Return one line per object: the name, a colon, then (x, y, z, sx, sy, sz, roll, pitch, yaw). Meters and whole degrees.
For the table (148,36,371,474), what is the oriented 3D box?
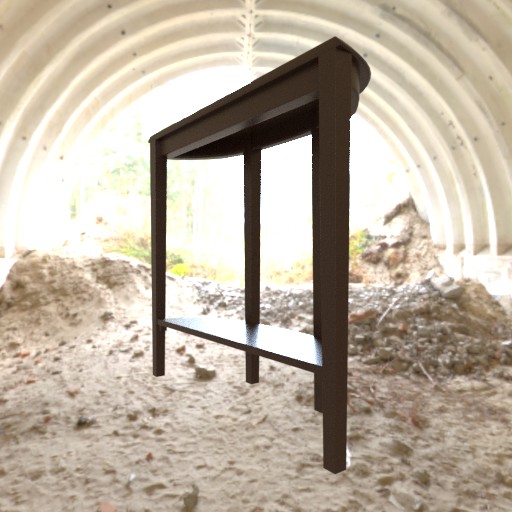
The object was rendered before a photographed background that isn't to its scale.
table: (0.000, 0.000, 1.269, 0.274, 0.831, 0.909, 0, 0, -36)
